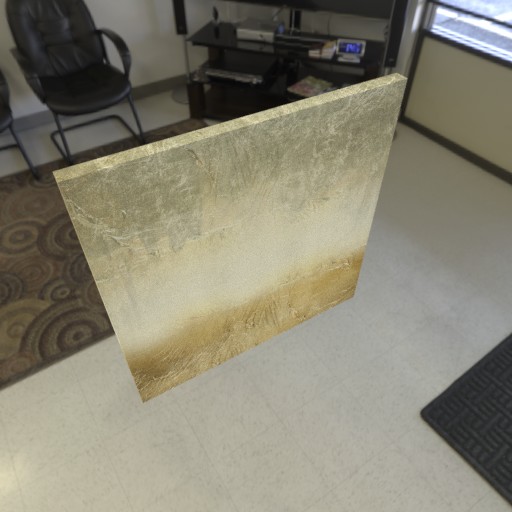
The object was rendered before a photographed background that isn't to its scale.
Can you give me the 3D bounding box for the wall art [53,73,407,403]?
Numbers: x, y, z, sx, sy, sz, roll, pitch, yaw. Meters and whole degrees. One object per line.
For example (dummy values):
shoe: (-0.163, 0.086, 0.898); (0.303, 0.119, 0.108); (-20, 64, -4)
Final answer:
wall art: (0.000, 0.000, 1.620); (1.092, 1.091, 0.051); (-23, 50, -21)
